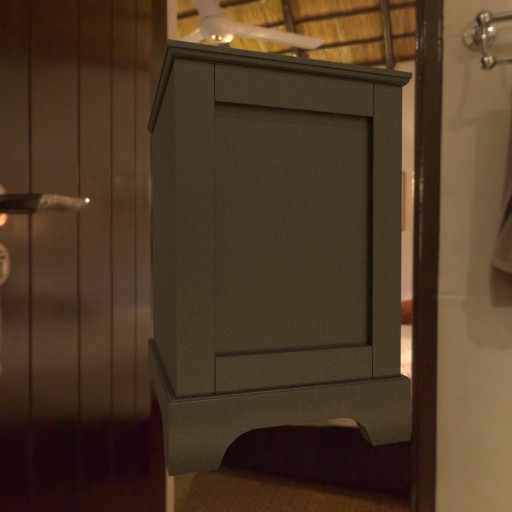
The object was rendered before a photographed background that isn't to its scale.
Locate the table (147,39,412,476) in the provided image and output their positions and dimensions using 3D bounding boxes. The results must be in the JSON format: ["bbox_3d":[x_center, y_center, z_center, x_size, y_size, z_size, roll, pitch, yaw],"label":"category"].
[{"bbox_3d":[0.000,0.000,0.895,0.399,0.610,0.460,0,1,-17],"label":"table"}]
